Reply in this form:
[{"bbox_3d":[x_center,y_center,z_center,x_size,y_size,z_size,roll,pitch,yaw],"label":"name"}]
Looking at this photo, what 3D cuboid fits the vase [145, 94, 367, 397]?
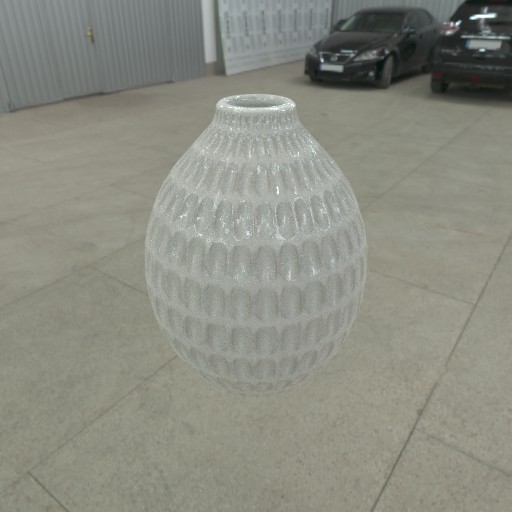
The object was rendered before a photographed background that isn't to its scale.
[{"bbox_3d":[0.000,0.000,0.330,0.162,0.223,0.162,0,30,0],"label":"vase"}]
